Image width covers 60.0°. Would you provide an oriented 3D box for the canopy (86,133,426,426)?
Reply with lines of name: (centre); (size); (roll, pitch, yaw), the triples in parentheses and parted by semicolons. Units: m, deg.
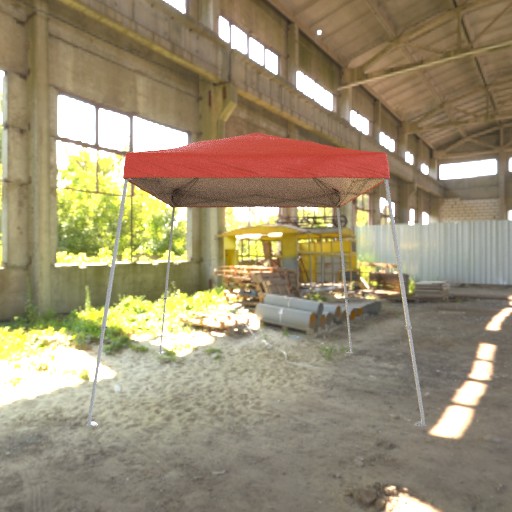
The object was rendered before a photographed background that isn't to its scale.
canopy: (0.000, 0.000, 5.137); (2.850, 2.850, 2.849); (0, 0, 0)
